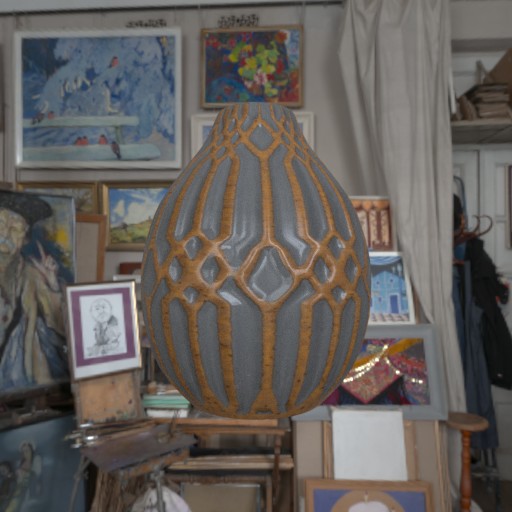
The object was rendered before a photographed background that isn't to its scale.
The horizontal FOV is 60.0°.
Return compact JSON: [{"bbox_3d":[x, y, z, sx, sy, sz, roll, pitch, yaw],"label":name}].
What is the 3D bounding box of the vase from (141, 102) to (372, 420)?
[{"bbox_3d":[0.000,0.000,0.137,0.069,0.088,0.069,0,-1,0],"label":"vase"}]
